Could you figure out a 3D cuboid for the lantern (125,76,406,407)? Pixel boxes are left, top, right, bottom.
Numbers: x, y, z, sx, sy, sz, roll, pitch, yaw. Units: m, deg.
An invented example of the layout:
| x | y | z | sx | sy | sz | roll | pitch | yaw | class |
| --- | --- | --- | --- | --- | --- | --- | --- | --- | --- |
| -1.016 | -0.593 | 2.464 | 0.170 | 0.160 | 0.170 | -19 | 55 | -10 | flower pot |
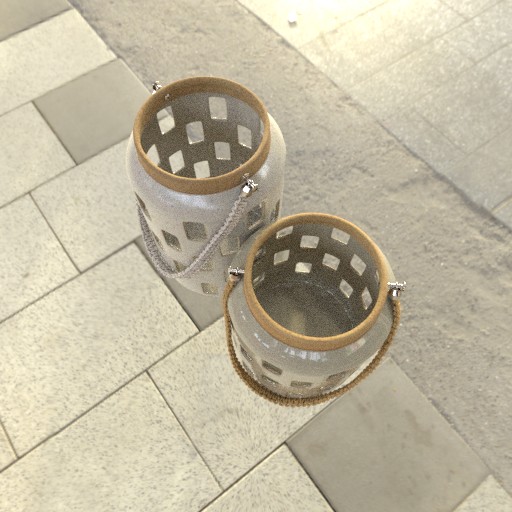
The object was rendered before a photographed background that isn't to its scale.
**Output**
| x | y | z | sx | sy | sz | roll | pitch | yaw | class |
| --- | --- | --- | --- | --- | --- | --- | --- | --- | --- |
| 0.000 | 0.000 | 0.498 | 0.184 | 0.255 | 0.347 | -36 | 70 | -16 | lantern |
